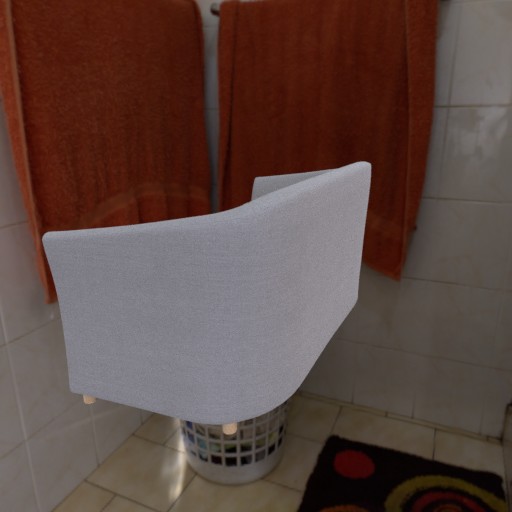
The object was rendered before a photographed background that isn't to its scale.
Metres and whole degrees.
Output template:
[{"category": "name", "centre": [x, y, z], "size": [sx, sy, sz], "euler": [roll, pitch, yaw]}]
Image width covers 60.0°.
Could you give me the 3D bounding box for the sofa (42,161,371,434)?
[{"category": "sofa", "centre": [0.000, 0.000, 1.828], "size": [0.705, 0.721, 1.452], "euler": [8, 19, 25]}]
